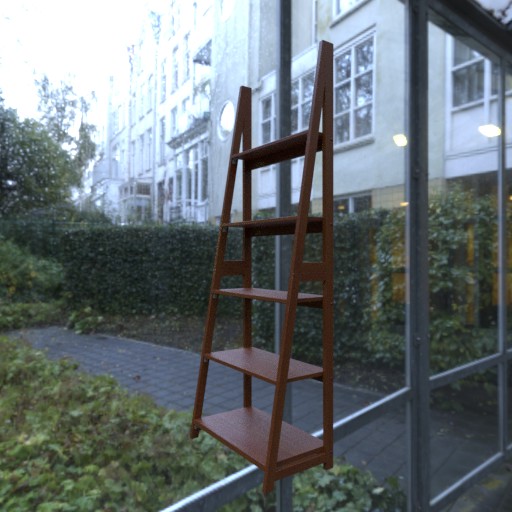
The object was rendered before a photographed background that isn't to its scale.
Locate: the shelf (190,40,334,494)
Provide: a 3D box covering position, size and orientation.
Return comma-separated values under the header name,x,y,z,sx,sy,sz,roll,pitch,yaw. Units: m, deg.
name,x,y,z,sx,sy,sz,roll,pitch,yaw
shelf,0.000,0.000,2.013,0.356,1.780,0.630,0,0,-35
